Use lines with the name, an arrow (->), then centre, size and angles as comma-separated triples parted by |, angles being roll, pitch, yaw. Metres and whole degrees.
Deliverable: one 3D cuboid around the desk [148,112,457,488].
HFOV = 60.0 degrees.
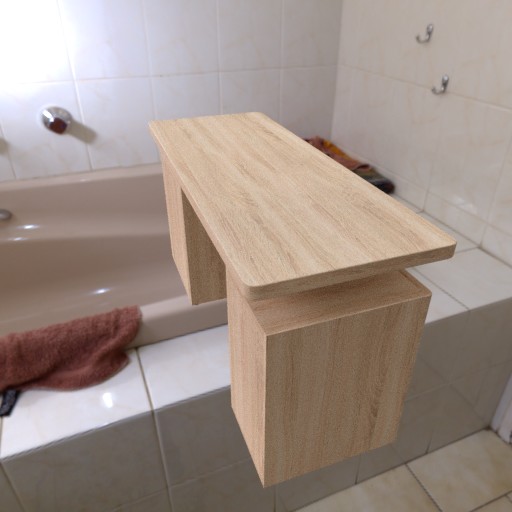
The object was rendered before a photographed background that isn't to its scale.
desk -> 0.000, 0.000, 1.750 | 0.550, 0.760, 1.400 | -11, 33, -17
